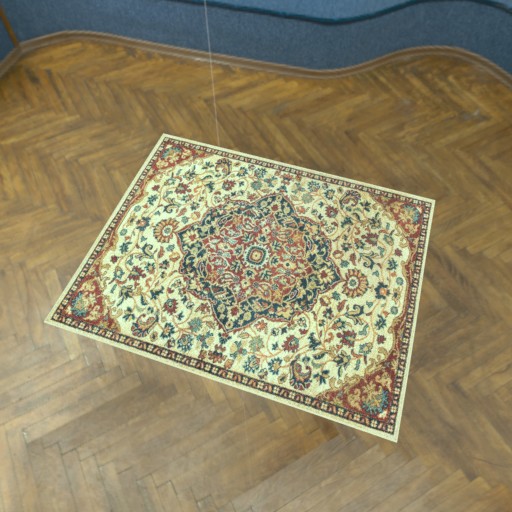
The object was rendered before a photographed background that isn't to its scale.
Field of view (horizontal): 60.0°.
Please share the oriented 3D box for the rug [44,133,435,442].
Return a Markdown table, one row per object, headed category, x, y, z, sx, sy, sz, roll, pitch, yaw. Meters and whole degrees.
| category | x | y | z | sx | sy | sz | roll | pitch | yaw |
| --- | --- | --- | --- | --- | --- | --- | --- | --- | --- |
| rug | 0.000 | 0.000 | 4.201 | 3.067 | 0.005 | 2.454 | 16 | 60 | 10 |
